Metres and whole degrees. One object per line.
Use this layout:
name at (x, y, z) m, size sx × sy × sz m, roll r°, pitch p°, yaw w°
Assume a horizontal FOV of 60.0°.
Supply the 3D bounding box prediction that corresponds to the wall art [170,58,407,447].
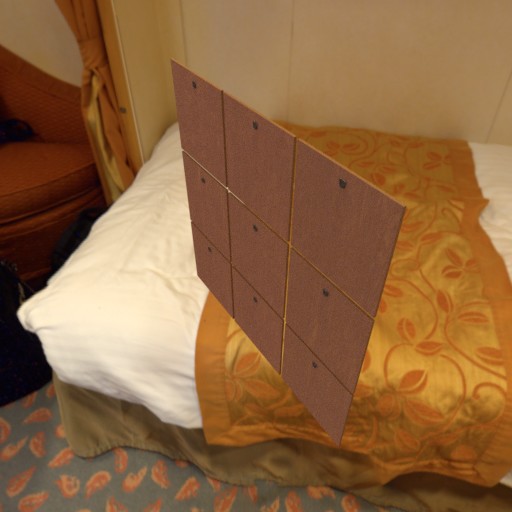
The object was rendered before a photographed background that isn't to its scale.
wall art at (0.000, 0.000, 2.256) m, size 0.023 × 1.522 × 1.526 m, roll -24°, pitch 47°, yaw -25°
